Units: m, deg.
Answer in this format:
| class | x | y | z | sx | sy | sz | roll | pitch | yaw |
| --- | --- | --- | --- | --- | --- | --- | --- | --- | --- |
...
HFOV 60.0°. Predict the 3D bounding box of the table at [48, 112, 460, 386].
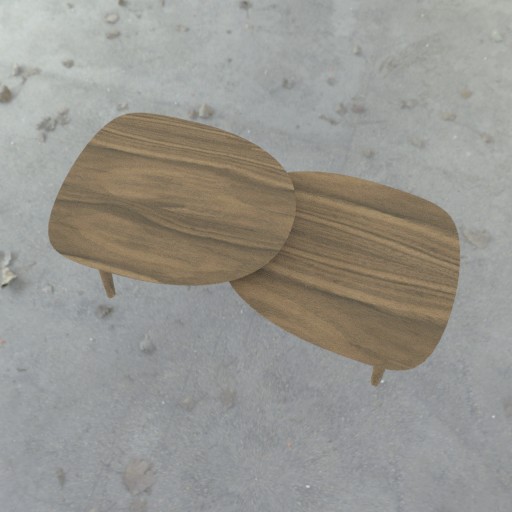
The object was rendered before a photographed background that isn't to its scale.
| class | x | y | z | sx | sy | sz | roll | pitch | yaw |
| --- | --- | --- | --- | --- | --- | --- | --- | --- | --- |
| table | 0.000 | 0.000 | 1.350 | 1.084 | 0.429 | 0.527 | 17 | 65 | 8 |
